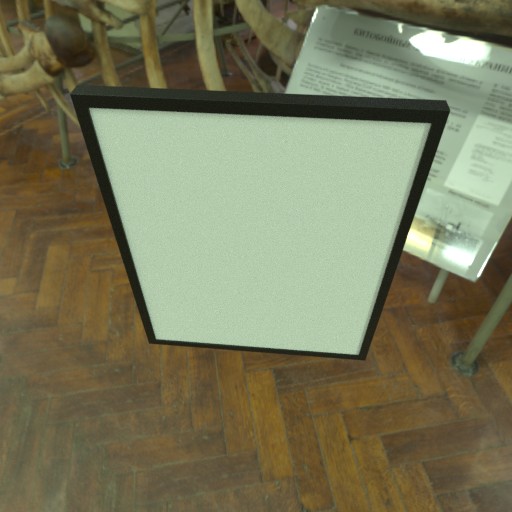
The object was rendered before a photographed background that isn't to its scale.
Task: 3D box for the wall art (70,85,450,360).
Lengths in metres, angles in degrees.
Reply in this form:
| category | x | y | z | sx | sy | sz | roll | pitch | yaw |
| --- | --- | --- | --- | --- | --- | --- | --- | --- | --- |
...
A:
| category | x | y | z | sx | sy | sz | roll | pitch | yaw |
| --- | --- | --- | --- | --- | --- | --- | --- | --- | --- |
| wall art | 0.000 | 0.000 | 0.526 | 0.325 | 0.397 | 0.018 | 4 | 46 | 4 |
